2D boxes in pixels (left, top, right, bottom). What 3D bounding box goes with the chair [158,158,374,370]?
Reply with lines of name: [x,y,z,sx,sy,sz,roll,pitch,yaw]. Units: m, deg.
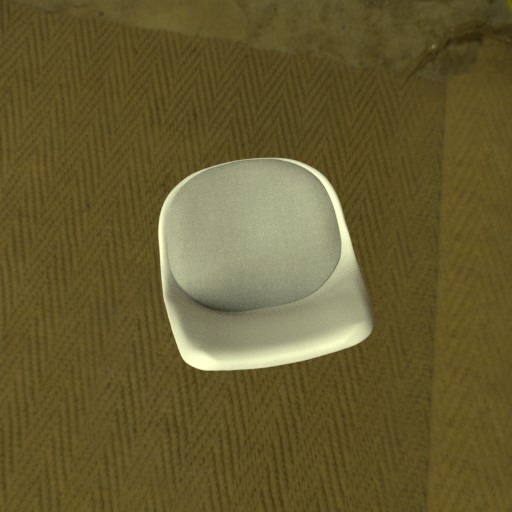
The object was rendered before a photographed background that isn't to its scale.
chair: [0.000,0.000,1.171,0.485,0.850,0.550,-9,77,-2]
